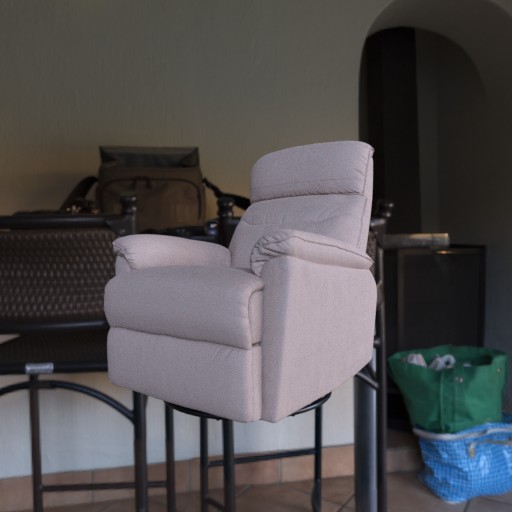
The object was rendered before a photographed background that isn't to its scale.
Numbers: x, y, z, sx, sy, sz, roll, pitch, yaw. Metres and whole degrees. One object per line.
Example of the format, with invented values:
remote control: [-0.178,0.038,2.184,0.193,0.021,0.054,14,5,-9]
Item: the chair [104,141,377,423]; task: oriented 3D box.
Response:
chair: [0.000,0.000,1.756,0.820,1.037,1.004,0,0,37]
